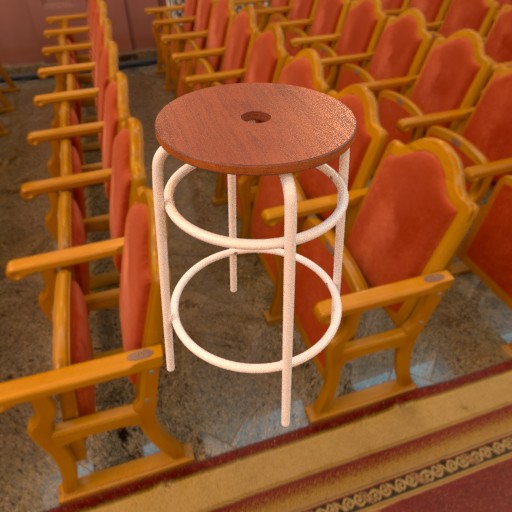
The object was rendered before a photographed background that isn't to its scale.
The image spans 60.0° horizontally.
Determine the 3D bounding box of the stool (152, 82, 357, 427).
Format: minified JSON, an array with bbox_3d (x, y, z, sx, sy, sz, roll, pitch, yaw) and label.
[{"bbox_3d":[0.000,0.000,0.938,0.455,0.610,0.455,-11,41,-13],"label":"stool"}]
